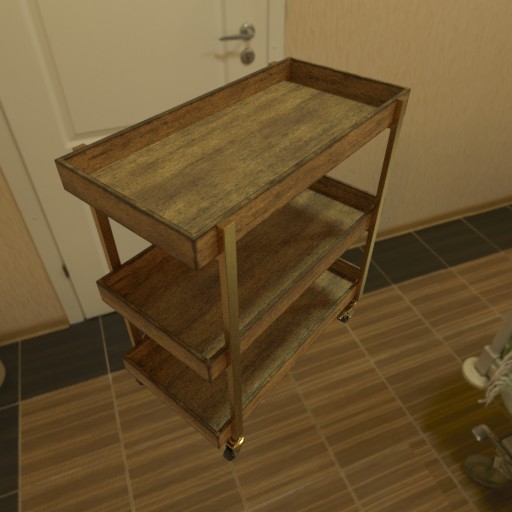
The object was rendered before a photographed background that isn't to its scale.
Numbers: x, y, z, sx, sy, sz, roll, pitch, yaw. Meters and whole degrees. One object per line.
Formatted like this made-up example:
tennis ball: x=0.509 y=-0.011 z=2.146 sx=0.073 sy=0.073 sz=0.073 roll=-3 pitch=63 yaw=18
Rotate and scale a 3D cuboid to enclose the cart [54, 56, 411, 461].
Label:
cart: x=0.000 y=0.000 z=1.228 sx=0.416 sy=0.799 sz=0.750 roll=29 pitch=49 yaw=28
